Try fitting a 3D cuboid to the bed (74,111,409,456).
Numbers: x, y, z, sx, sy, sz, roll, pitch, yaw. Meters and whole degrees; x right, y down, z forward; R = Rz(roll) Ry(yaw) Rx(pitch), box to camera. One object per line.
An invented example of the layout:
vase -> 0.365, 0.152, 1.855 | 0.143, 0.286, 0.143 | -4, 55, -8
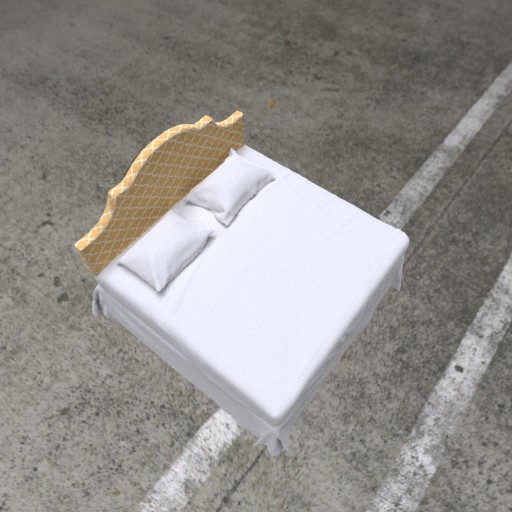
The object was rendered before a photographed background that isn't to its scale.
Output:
bed -> 0.000, 0.000, 3.818 | 2.222, 1.601, 2.314 | 33, 63, 20
